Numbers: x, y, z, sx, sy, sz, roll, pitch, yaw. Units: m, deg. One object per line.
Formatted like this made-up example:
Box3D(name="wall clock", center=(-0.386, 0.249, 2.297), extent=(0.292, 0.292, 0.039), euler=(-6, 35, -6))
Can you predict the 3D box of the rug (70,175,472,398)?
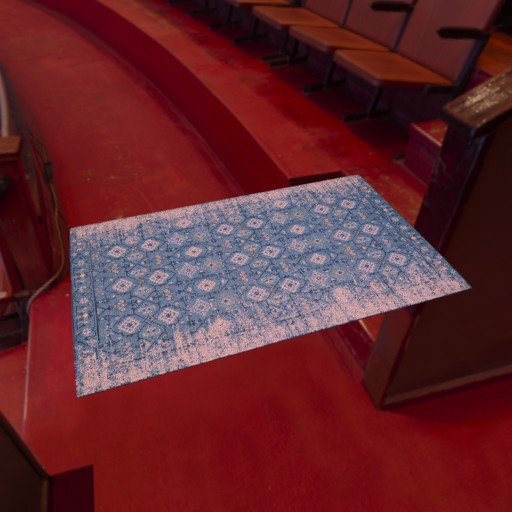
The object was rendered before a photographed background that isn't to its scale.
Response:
Box3D(name="rug", center=(0.000, 0.000, 2.258), extent=(1.795, 0.008, 1.102), euler=(-13, 42, -14))
